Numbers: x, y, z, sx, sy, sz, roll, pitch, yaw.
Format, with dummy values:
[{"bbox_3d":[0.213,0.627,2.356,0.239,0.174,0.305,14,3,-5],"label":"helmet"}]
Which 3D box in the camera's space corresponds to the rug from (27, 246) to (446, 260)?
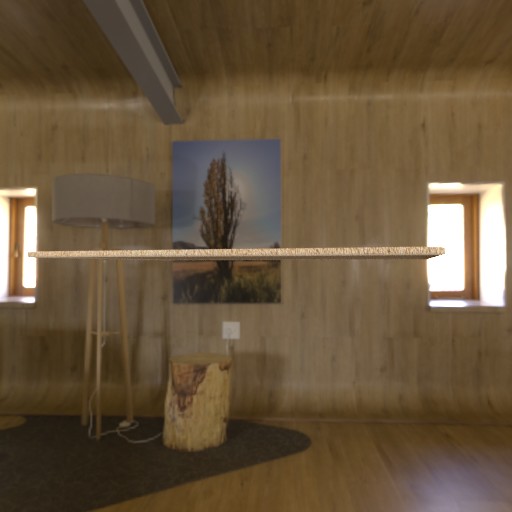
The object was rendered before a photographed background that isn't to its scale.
[{"bbox_3d":[0.000,0.000,2.127,1.600,0.025,1.199,0,-1,19],"label":"rug"}]
